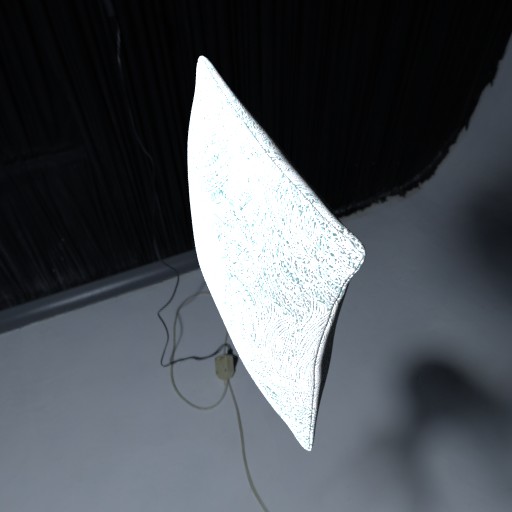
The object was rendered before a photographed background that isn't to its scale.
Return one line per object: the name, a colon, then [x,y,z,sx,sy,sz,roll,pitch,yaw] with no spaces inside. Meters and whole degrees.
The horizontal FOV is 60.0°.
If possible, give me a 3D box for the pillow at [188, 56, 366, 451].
pillow: [0.000,0.000,0.783,0.166,0.507,0.526,-17,48,-16]
